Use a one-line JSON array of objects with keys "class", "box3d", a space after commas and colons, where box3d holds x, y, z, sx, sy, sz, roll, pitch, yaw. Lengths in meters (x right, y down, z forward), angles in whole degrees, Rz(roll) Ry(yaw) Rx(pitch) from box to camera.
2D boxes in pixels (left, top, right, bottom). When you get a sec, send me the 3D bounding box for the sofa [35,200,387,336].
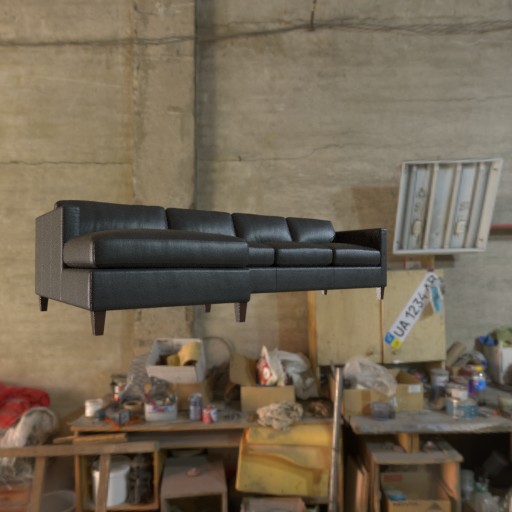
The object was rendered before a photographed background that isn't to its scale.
[{"class": "sofa", "box3d": [0.000, 0.000, 3.818, 3.203, 0.883, 1.581, 1, -1, -36]}]
